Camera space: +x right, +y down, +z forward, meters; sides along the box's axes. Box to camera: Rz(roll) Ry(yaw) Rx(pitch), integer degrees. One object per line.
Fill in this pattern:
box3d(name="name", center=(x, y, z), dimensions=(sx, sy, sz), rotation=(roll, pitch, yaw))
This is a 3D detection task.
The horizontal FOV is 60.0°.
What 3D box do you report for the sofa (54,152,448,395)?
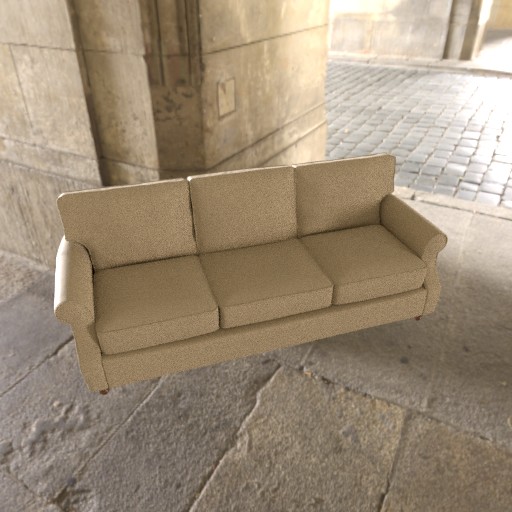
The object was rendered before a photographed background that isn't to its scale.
box3d(name="sofa", center=(0.000, 0.000, 2.831), dimensions=(2.354, 0.948, 0.966), rotation=(-10, 34, -15))
